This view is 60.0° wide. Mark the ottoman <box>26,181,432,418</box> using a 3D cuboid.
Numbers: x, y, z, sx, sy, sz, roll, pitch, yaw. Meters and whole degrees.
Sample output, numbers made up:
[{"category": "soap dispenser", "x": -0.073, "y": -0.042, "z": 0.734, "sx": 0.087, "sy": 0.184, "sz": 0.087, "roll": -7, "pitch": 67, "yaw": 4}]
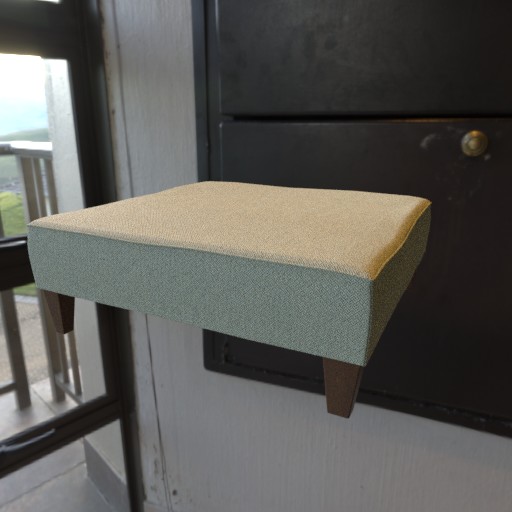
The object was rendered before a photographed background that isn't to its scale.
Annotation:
[{"category": "ottoman", "x": 0.000, "y": 0.000, "z": 1.504, "sx": 1.004, "sy": 0.379, "sz": 0.968, "roll": 8, "pitch": 19, "yaw": 26}]
